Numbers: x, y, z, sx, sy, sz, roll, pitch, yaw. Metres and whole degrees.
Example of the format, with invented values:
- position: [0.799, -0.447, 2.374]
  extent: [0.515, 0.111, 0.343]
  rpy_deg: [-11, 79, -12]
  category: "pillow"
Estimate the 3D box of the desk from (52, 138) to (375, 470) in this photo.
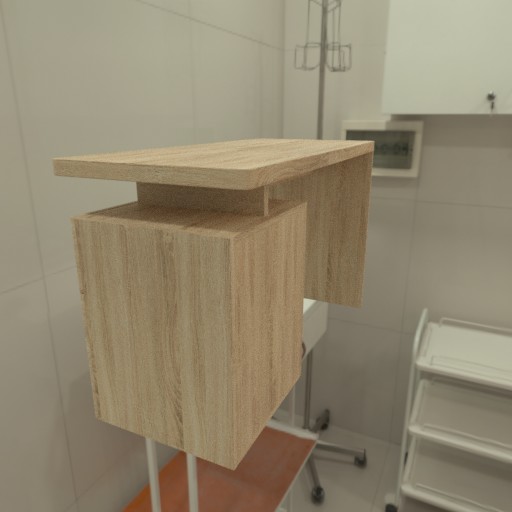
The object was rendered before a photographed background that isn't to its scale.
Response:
- position: [0.000, 0.000, 1.594]
  extent: [0.550, 0.760, 1.200]
  rpy_deg: [8, 19, 25]
  category: "desk"
